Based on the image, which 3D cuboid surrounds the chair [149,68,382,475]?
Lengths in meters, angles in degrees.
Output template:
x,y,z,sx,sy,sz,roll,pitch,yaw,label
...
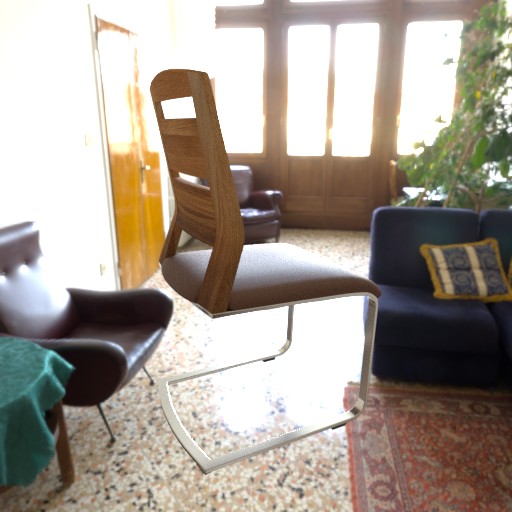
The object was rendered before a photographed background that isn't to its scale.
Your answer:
x,y,z,sx,sy,sz,roll,pitch,yaw,label
0.000,0.000,1.278,0.570,0.970,0.460,-8,18,-26,chair
